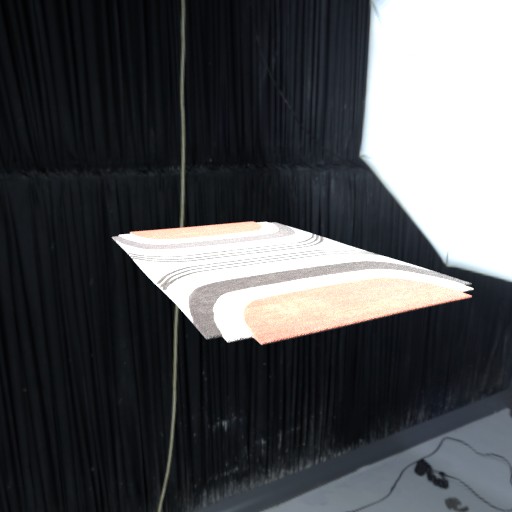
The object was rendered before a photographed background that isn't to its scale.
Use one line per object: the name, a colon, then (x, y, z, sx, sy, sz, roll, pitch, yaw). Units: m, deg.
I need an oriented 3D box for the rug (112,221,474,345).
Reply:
rug: (0.000, 0.000, 3.001, 1.530, 0.017, 2.446, -7, 16, -26)
